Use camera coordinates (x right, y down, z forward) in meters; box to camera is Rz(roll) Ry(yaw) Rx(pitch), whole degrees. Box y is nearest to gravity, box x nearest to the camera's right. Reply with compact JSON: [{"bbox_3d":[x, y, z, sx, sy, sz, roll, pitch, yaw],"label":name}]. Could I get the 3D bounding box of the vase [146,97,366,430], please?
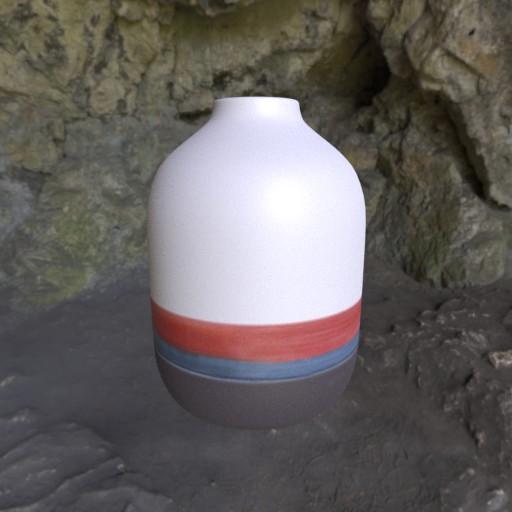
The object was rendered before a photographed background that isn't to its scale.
[{"bbox_3d":[0.000,0.000,0.358,0.169,0.237,0.169,0,14,0],"label":"vase"}]
